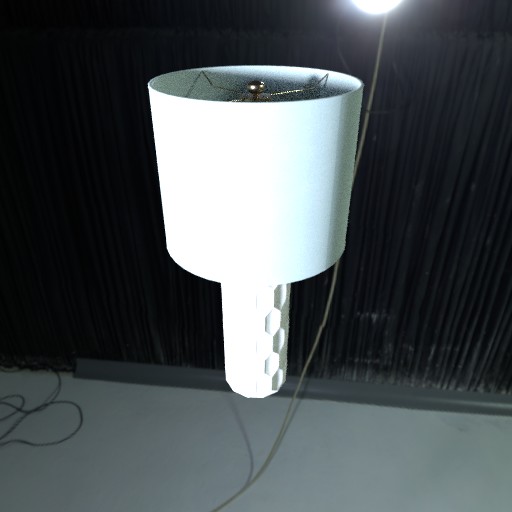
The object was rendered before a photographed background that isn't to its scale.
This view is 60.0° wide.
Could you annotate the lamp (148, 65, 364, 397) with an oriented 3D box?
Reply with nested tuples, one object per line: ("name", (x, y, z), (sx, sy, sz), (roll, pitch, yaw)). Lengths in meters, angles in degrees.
("lamp", (0.000, 0.000, 0.716), (0.277, 0.534, 0.277), (1, 31, 1))
